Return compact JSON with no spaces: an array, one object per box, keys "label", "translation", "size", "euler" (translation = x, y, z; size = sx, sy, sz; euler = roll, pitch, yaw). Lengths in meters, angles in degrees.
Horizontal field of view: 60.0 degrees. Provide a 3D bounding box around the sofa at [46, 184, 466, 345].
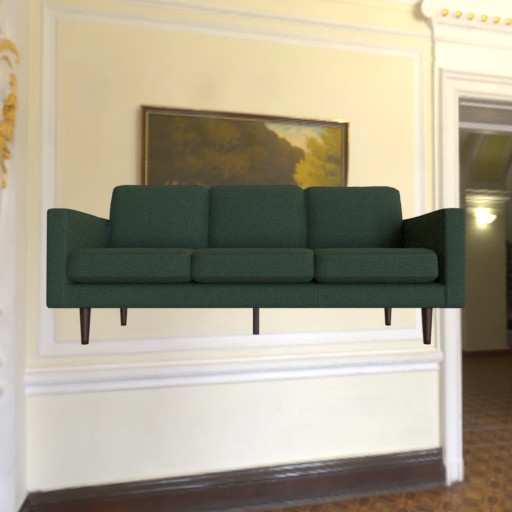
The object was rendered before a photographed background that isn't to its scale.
[{"label":"sofa","translation":[0.000,0.000,2.534],"size":[2.029,0.899,0.879],"euler":[0,-1,0]}]
